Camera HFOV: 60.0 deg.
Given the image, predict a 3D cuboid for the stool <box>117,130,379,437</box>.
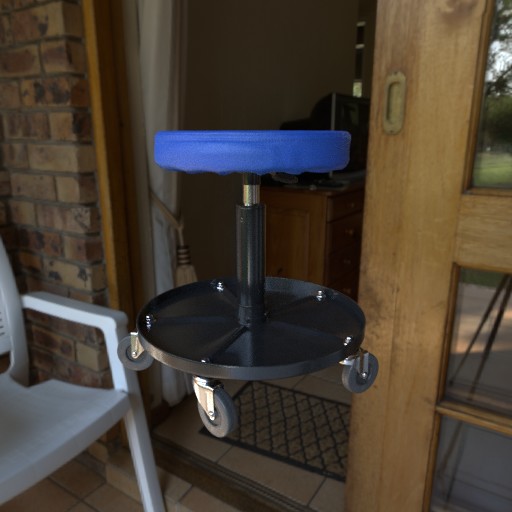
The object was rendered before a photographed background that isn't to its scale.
[{"bbox_3d":[0.000,0.000,0.673,0.381,0.365,0.382,8,17,26],"label":"stool"}]
